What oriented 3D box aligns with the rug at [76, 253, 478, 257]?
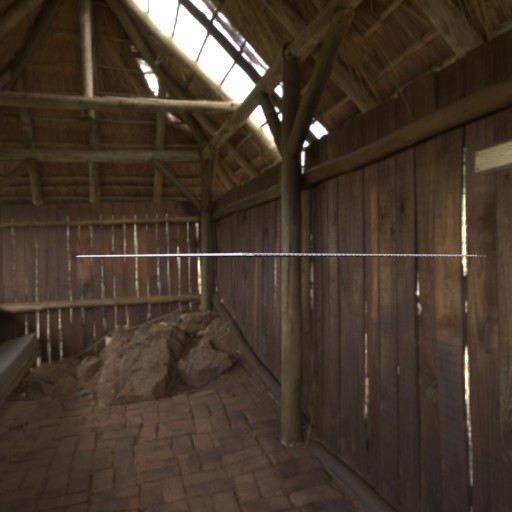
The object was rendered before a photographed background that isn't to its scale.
[{"bbox_3d":[0.000,0.000,3.881,2.256,0.013,2.910,0,0,-37],"label":"rug"}]
